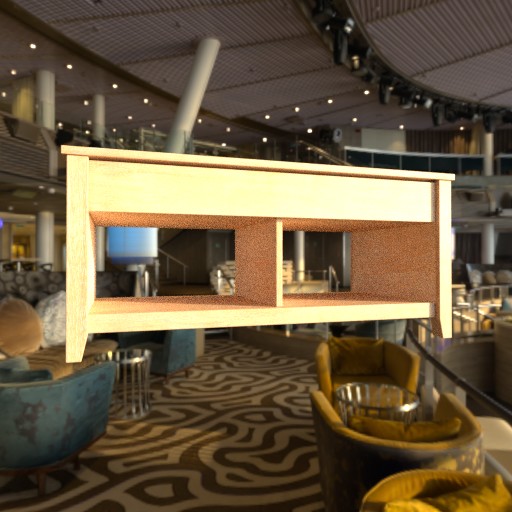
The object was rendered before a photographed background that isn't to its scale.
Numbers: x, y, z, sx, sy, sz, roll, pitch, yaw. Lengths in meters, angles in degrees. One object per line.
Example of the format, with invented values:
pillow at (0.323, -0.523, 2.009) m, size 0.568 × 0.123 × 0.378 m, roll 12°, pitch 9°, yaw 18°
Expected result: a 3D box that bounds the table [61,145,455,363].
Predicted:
table at (0.000, 0.000, 1.314) m, size 1.016 × 0.457 × 0.483 m, roll 0°, pitch -1°, yaw -18°
